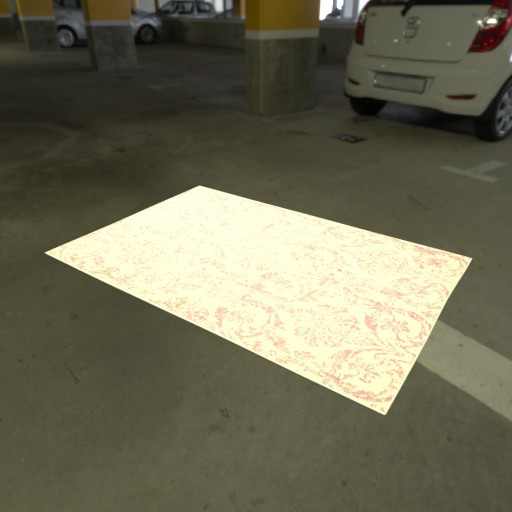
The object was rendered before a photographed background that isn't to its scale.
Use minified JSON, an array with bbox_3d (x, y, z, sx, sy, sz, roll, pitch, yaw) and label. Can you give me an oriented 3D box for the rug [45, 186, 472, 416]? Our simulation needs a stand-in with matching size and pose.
[{"bbox_3d":[0.000,0.000,3.407,2.746,0.018,1.819,19,34,30],"label":"rug"}]
